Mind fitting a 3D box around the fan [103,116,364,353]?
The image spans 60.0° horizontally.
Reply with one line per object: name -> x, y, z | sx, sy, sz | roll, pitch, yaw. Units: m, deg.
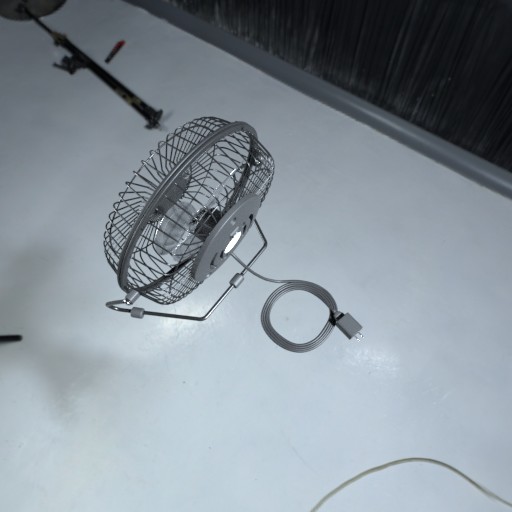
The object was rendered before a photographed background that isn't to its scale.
fan -> 0.000, 0.000, 0.384 | 0.227, 0.188, 0.209 | 34, 68, 16
